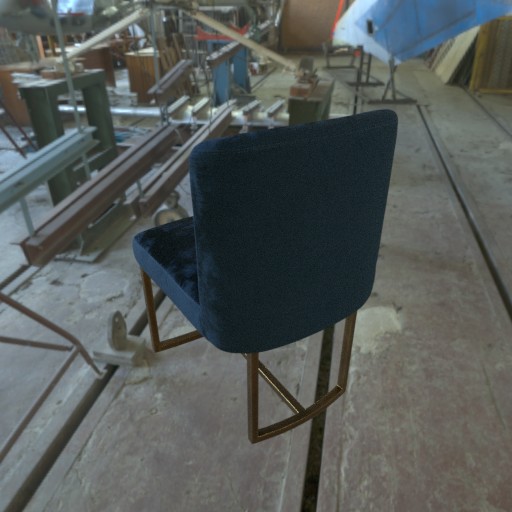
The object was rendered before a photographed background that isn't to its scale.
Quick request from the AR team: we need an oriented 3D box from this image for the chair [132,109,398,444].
[{"bbox_3d":[0.000,0.000,1.213,0.530,0.824,0.560,-18,35,-28],"label":"chair"}]
